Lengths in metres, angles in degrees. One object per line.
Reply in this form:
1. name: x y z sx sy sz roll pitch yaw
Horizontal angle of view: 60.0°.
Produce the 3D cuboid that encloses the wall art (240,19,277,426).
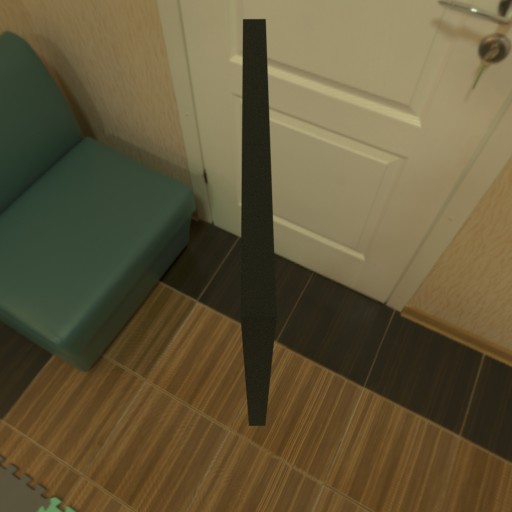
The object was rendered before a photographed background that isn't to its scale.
1. wall art: 0.000 0.000 0.758 0.033 0.559 0.457 -1 60 0
